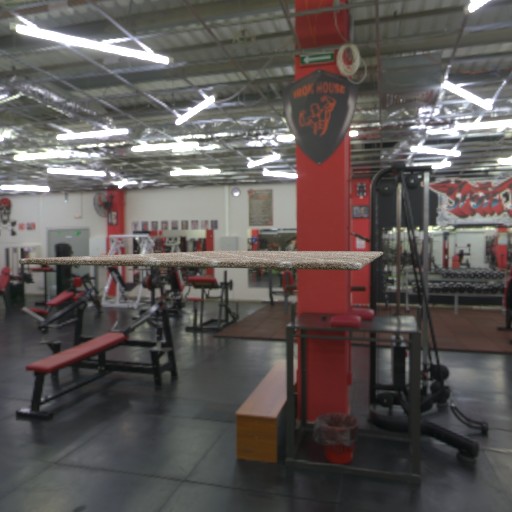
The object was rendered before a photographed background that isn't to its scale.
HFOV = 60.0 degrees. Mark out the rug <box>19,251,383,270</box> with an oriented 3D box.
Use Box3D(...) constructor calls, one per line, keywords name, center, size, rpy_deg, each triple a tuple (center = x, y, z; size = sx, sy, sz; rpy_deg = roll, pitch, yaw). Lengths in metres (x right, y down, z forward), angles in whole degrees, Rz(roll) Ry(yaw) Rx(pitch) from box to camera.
Box3D(name="rug", center=(0.000, 0.000, 3.376), size=(1.778, 0.030, 2.743), rpy_deg=(1, 2, 18))
